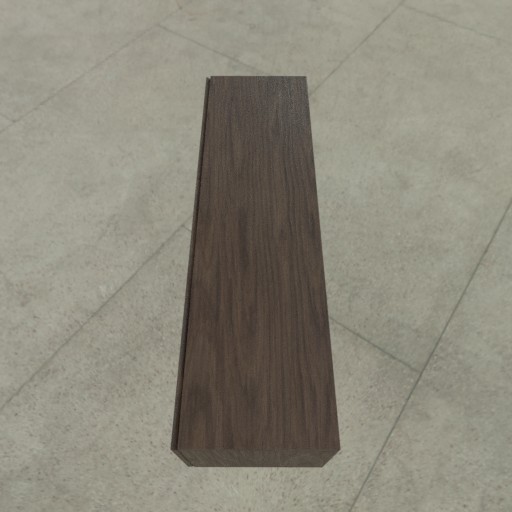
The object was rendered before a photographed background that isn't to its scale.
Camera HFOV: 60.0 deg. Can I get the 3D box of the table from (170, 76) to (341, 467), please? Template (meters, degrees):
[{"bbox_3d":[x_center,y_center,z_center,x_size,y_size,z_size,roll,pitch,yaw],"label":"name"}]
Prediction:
[{"bbox_3d":[0.000,0.000,1.635,0.405,0.508,1.397,0,58,0],"label":"table"}]
